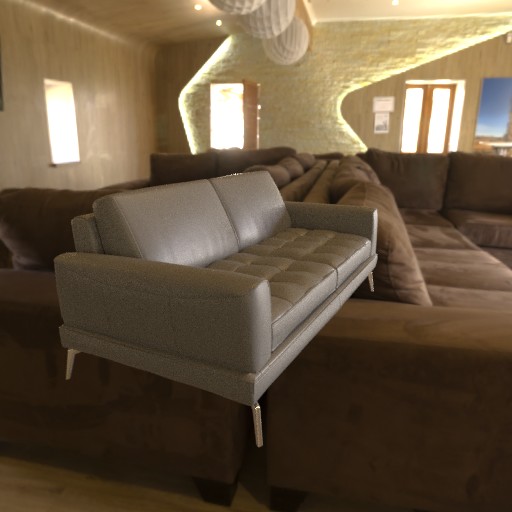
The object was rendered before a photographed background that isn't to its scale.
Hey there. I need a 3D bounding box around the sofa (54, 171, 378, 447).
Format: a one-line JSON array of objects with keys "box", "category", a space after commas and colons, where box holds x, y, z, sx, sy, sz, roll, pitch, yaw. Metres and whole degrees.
[{"box": [0.000, 0.000, 2.778, 1.121, 0.930, 2.177, 8, 17, 26], "category": "sofa"}]
